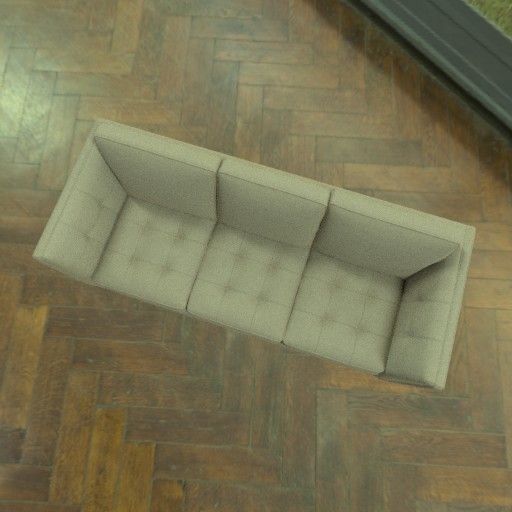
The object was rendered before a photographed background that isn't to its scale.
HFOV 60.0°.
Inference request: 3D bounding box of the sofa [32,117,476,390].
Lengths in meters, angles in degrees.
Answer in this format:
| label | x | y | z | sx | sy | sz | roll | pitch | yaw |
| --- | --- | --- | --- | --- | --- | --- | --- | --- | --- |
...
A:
| label | x | y | z | sx | sy | sz | roll | pitch | yaw |
| --- | --- | --- | --- | --- | --- | --- | --- | --- | --- |
| sofa | 0.000 | 0.000 | 2.832 | 2.388 | 0.940 | 0.965 | 17 | 76 | 4 |
